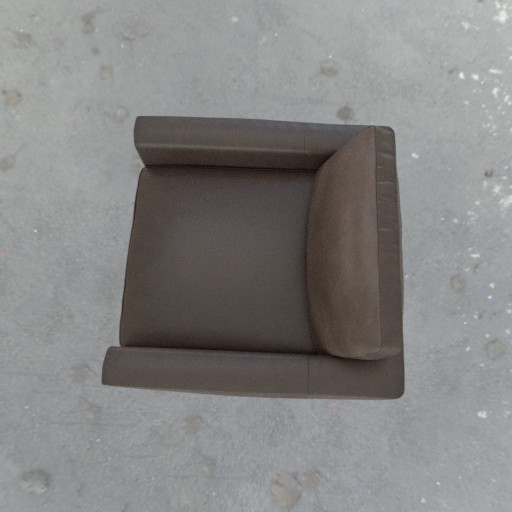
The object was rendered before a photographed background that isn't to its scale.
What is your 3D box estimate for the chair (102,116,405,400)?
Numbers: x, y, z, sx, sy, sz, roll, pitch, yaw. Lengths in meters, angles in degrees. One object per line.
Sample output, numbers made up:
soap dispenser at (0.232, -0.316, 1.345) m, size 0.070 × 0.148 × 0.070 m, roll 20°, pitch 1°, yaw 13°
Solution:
chair at (0.000, 0.000, 1.807) m, size 1.069 × 0.812 × 1.100 m, roll 3°, pitch 75°, yaw 1°
